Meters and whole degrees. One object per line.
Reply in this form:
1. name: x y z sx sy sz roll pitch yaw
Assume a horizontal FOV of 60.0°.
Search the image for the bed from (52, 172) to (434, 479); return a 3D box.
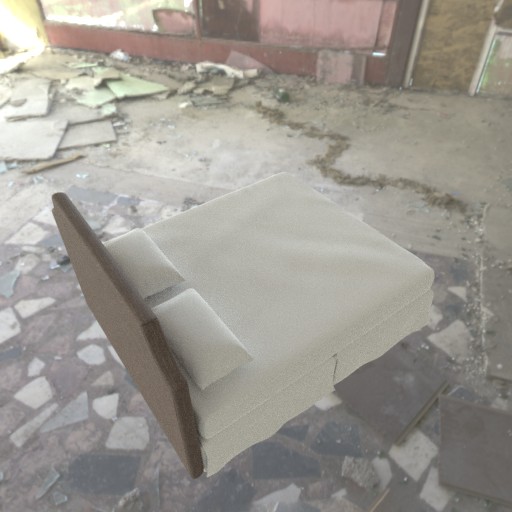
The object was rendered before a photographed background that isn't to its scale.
1. bed: 0.000 0.000 4.086 2.773 1.590 2.350 -26 48 -26
